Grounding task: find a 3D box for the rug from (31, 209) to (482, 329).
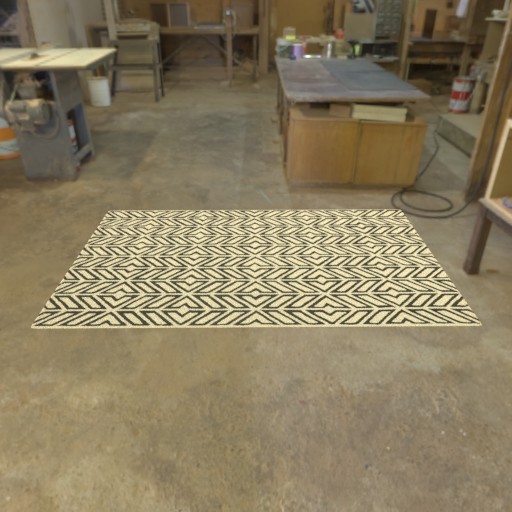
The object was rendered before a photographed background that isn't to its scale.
[{"bbox_3d":[0.000,0.000,3.043,2.438,0.008,1.523,0,30,0],"label":"rug"}]
